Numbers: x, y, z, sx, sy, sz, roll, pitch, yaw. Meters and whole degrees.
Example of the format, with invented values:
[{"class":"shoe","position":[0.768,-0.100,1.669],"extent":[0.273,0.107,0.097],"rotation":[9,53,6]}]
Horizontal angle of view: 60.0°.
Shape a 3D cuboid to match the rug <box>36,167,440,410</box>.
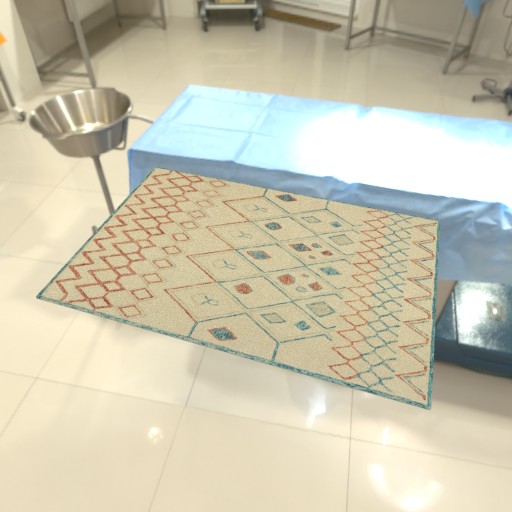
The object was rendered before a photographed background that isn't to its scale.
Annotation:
[{"class":"rug","position":[0.000,0.000,2.340],"extent":[1.829,0.016,1.219],"rotation":[13,45,13]}]
